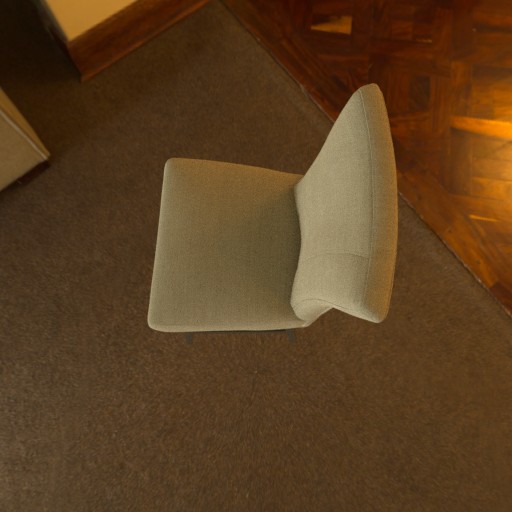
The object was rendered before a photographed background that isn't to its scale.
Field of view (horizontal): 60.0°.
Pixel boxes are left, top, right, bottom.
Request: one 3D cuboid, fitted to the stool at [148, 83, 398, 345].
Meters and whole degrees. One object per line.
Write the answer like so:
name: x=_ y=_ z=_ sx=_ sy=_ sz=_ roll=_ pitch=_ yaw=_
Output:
stool: x=0.000 y=0.000 z=1.393 sx=0.574 sy=1.086 sz=0.514 roll=3 pitch=75 yaw=1
